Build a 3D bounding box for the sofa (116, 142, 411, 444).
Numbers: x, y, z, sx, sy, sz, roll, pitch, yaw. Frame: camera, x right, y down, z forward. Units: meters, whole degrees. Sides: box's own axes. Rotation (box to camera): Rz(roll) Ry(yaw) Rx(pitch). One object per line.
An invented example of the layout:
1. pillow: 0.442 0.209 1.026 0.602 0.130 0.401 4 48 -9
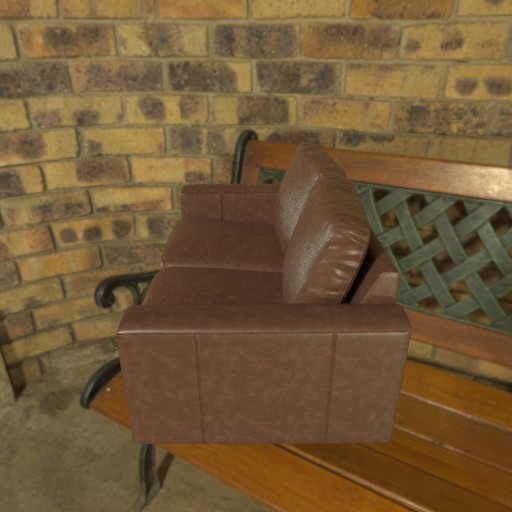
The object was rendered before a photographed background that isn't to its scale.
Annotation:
1. sofa: 0.000 0.000 2.218 1.016 0.873 1.616 0 26 0
